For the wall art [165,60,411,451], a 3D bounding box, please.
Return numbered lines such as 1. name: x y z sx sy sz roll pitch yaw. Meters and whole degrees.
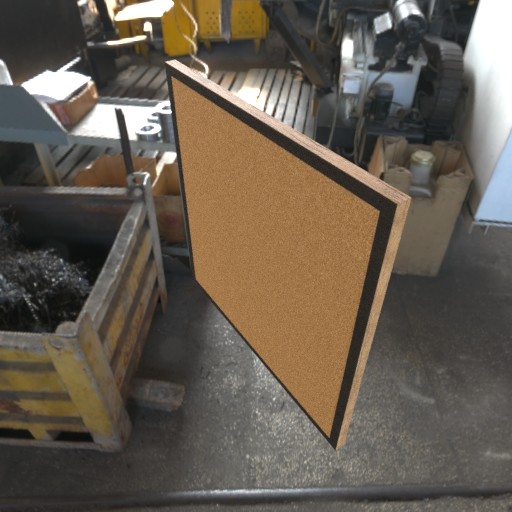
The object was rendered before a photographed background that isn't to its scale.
1. wall art: 0.000 0.000 1.028 0.029 0.691 0.695 -24 47 -25
